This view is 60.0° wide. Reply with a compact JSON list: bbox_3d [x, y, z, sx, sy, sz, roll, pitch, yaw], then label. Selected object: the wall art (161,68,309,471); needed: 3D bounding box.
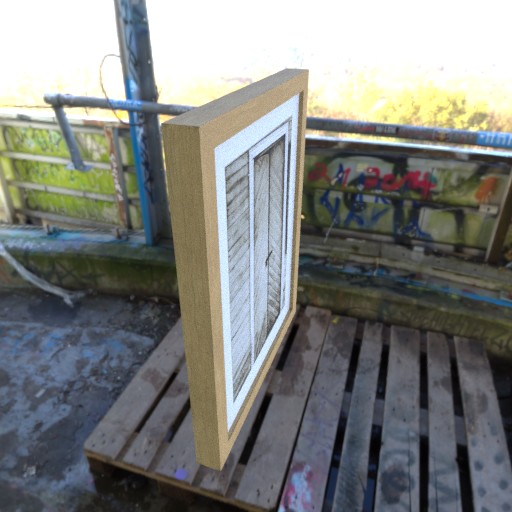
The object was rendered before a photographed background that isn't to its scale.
[{"bbox_3d":[0.000,0.000,0.531,0.030,0.380,0.312,10,32,17],"label":"wall art"}]
